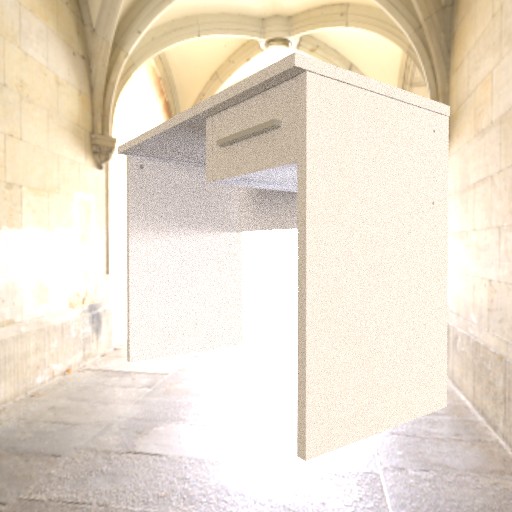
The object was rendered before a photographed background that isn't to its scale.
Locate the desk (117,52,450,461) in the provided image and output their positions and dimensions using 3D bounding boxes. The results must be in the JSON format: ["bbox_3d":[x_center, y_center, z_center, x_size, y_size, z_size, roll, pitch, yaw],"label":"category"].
[{"bbox_3d":[0.000,0.000,1.287,0.498,0.729,0.900,-1,1,-37],"label":"desk"}]
